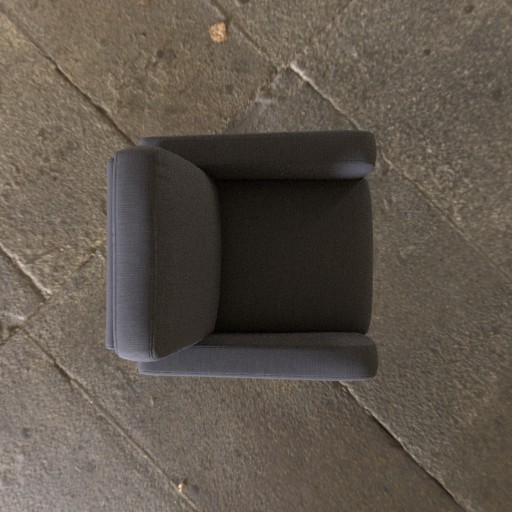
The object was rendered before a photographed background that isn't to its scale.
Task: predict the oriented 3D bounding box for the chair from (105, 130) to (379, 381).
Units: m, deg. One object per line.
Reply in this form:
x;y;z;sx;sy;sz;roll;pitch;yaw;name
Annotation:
0.000;0.000;1.536;0.863;0.855;0.798;0;89;-1;chair
